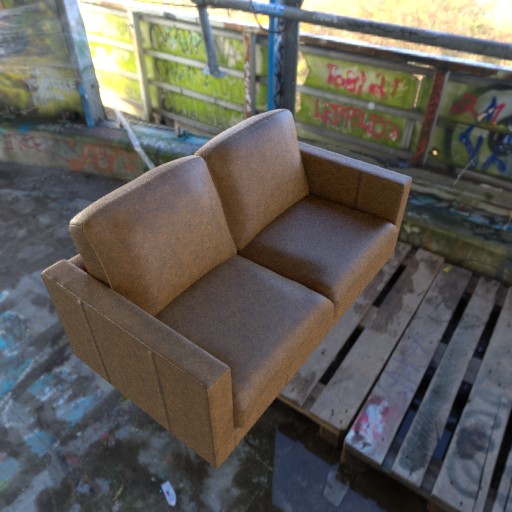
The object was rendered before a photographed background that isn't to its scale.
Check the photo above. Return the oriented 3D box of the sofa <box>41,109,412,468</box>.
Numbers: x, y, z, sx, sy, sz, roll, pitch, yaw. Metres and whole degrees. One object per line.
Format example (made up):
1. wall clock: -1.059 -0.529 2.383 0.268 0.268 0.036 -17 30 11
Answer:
1. sofa: 0.000 0.000 2.121 0.909 0.951 1.578 26 46 28
